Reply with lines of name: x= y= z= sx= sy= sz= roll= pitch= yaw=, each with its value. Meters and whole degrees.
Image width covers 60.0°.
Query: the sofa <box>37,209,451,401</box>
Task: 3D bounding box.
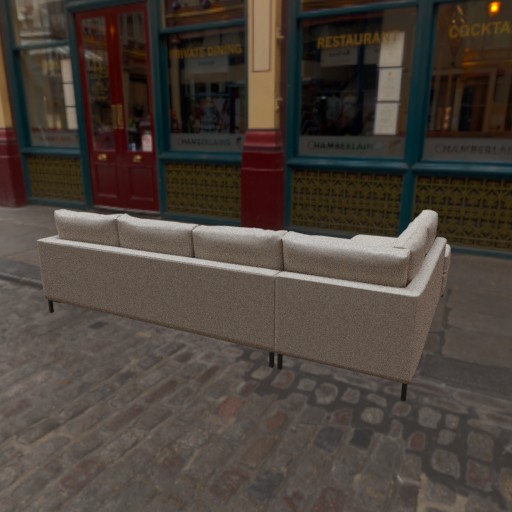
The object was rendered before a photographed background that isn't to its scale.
sofa: x=0.000 y=0.000 z=3.103 sx=2.423 sy=0.703 sz=1.617 roll=8 pitch=17 yaw=26
